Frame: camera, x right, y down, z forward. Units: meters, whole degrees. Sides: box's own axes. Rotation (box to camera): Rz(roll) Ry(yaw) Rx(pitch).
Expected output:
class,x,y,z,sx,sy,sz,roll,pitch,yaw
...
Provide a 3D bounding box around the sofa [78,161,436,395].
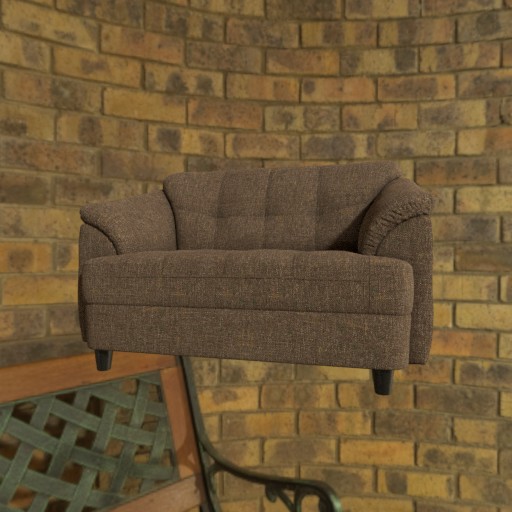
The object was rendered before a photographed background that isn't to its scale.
class,x,y,z,sx,sy,sz,roll,pitch,yaw
sofa,0.000,0.000,1.918,1.404,0.895,0.799,0,0,16
